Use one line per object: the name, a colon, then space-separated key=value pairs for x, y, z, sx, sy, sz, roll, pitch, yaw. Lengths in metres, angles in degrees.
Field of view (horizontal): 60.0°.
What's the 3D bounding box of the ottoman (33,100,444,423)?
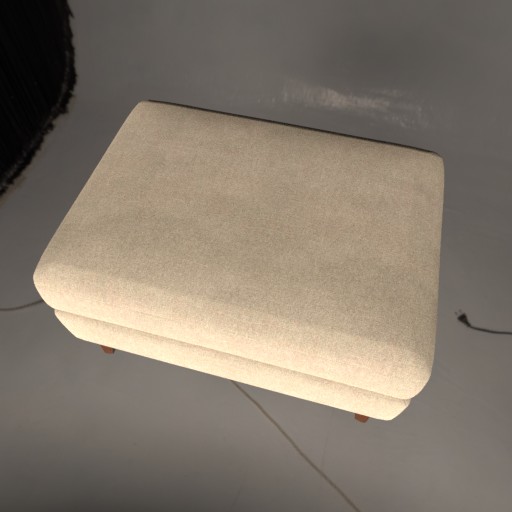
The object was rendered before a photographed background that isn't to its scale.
ottoman: x=0.000 y=0.000 z=1.156 sx=0.823 sy=0.478 sz=0.610 roll=13 pitch=59 yaw=8
